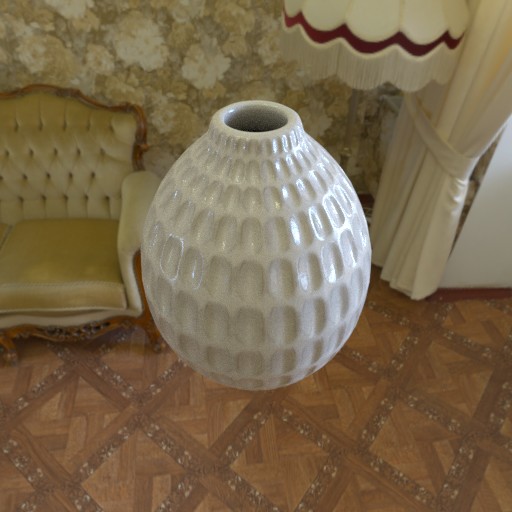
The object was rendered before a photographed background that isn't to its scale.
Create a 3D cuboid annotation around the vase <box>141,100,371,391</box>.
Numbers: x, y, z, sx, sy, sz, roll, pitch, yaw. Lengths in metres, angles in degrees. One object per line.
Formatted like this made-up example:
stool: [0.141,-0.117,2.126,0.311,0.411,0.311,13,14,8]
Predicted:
vase: [0.000,0.000,0.252,0.128,0.167,0.128,0,42,0]
